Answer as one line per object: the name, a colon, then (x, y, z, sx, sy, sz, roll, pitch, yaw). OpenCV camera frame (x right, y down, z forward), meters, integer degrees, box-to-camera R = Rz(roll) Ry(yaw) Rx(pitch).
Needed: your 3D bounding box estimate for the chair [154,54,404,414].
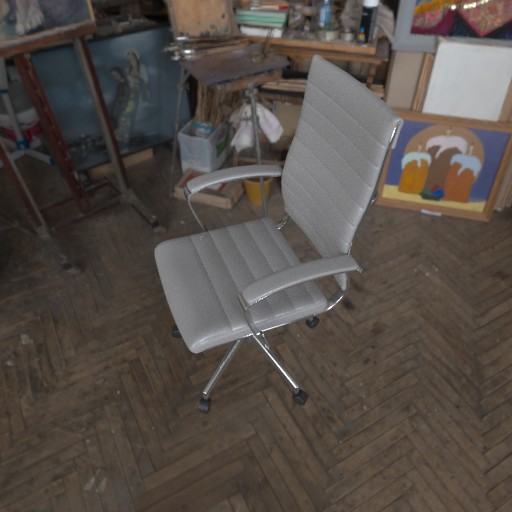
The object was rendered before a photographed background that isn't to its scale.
chair: (0.000, 0.000, 1.565, 0.667, 1.149, 0.679, -17, 48, -16)
